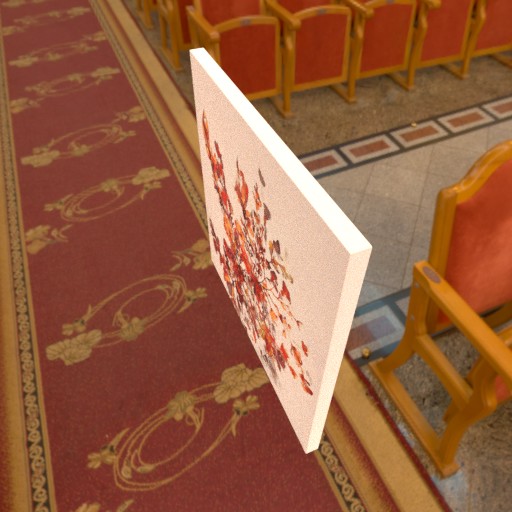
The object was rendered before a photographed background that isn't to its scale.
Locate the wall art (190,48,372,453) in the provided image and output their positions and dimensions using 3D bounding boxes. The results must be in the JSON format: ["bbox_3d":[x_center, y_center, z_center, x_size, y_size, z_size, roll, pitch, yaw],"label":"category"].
[{"bbox_3d":[0.000,0.000,1.131,0.037,0.757,0.757,-17,49,-16],"label":"wall art"}]
